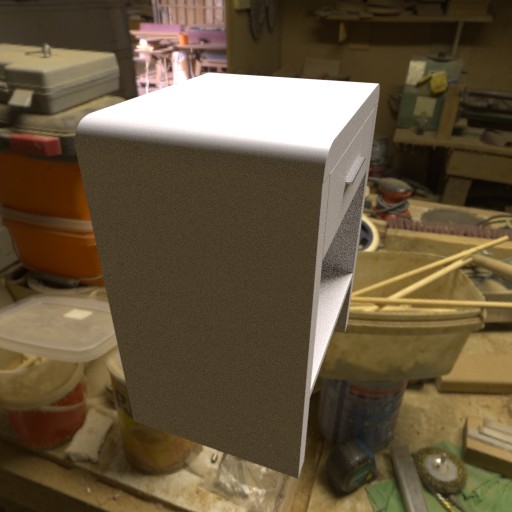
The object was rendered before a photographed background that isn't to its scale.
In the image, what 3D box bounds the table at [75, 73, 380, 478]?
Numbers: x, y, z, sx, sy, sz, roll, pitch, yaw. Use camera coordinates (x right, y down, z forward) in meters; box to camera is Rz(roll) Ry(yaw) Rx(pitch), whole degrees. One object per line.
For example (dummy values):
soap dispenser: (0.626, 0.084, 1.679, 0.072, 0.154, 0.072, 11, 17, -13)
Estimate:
table: (0.000, 0.000, 0.856, 0.350, 0.590, 0.450, 11, 33, 18)
